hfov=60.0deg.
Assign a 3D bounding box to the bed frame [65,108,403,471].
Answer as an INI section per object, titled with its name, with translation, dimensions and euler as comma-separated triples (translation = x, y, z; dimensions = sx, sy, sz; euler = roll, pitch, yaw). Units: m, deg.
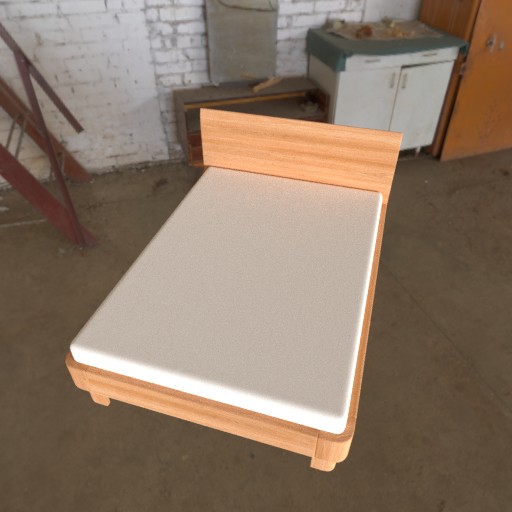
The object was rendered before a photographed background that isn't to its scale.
[bed frame]
translation = 0.000, 0.000, 2.738
dimensions = 1.472, 0.940, 1.992
euler = 11, 42, 13
